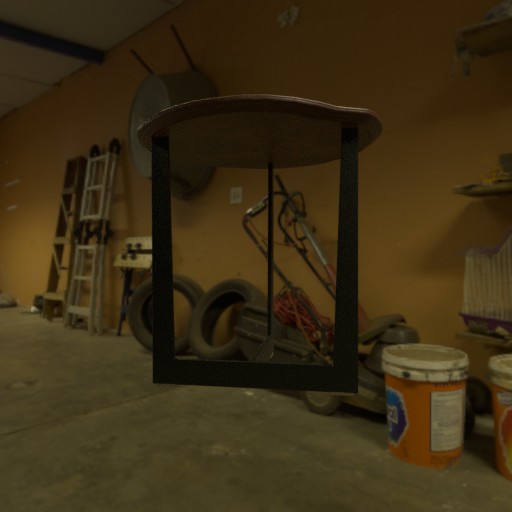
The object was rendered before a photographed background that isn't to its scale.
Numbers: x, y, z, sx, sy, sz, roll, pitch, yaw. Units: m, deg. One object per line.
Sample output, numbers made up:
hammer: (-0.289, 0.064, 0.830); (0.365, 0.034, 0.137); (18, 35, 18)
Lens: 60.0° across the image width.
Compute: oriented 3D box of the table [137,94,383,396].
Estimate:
table: (0.000, 0.000, 0.896); (0.477, 0.476, 0.494); (0, 0, -1)
